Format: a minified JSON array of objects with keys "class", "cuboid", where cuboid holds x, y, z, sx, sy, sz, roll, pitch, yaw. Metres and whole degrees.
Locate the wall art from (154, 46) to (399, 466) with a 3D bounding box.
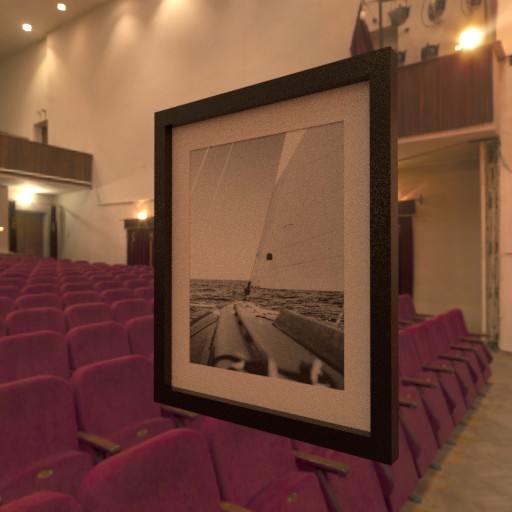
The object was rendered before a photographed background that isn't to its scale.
[{"class":"wall art","cuboid":[0.000,0.000,0.735,0.461,0.558,0.031,0,-1,35]}]
